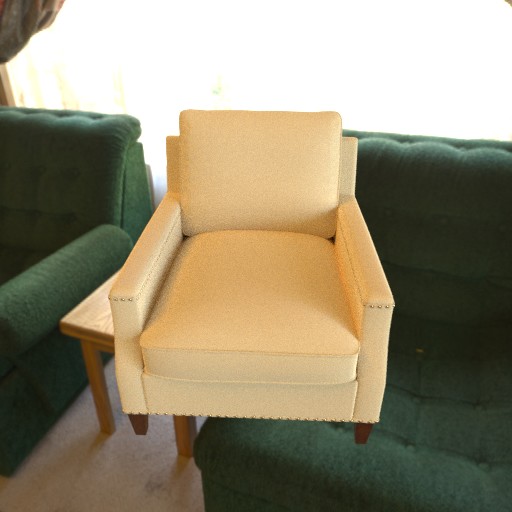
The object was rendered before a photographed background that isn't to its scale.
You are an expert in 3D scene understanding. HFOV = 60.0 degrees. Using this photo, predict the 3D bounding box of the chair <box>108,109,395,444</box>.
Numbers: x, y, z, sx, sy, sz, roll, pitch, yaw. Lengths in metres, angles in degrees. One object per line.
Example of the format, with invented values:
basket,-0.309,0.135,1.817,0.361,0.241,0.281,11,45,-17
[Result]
chair,0.000,0.000,1.700,0.853,0.943,1.014,1,30,2
